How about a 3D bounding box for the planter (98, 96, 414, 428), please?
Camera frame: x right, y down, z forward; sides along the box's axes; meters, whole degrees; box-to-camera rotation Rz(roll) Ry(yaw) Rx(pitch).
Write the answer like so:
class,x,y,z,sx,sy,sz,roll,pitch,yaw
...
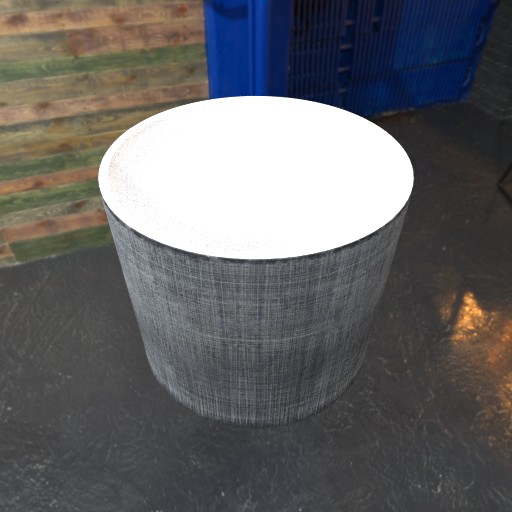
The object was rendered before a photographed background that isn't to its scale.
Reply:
class,x,y,z,sx,sy,sz,roll,pitch,yaw
planter,0.000,0.000,0.442,0.254,0.221,0.254,0,42,0
